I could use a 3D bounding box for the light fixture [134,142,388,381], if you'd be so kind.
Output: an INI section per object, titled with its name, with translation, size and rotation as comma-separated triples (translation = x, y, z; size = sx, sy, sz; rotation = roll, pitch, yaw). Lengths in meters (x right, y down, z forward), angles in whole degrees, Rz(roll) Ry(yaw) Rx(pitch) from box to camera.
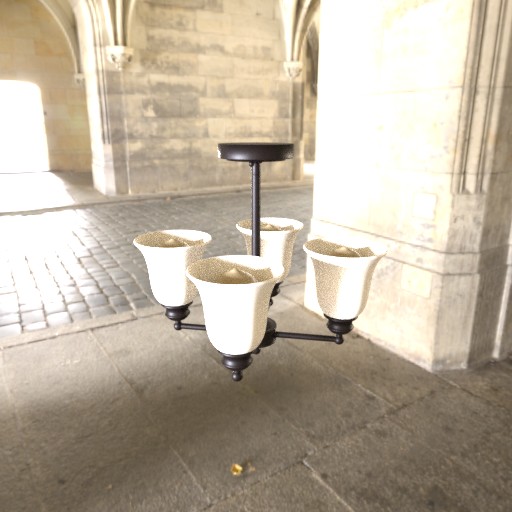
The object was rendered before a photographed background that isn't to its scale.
[light fixture]
translation = 0.000, 0.000, 1.881
size = 1.069, 0.925, 1.069
rotation = 3, 16, 10
